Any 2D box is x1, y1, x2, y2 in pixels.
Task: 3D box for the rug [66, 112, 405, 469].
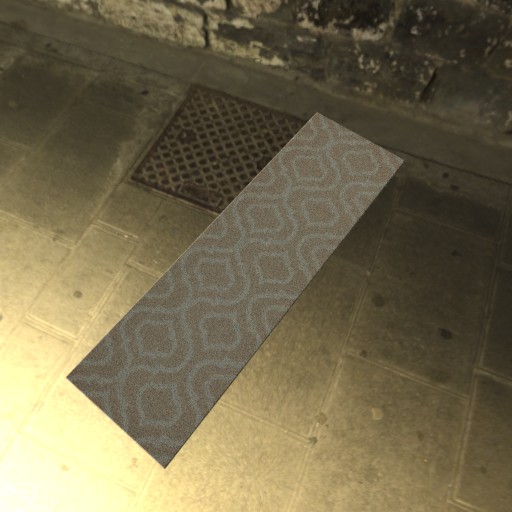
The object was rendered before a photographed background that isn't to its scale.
[{"bbox_3d":[0.000,0.000,2.573,0.691,0.013,2.289,35,68,16],"label":"rug"}]
